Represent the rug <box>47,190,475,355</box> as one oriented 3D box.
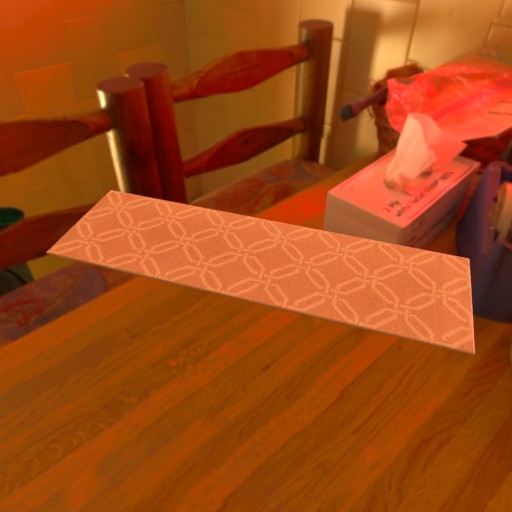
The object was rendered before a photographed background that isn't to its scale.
[{"bbox_3d":[0.000,0.000,2.486,2.276,0.014,0.678,12,43,13],"label":"rug"}]
